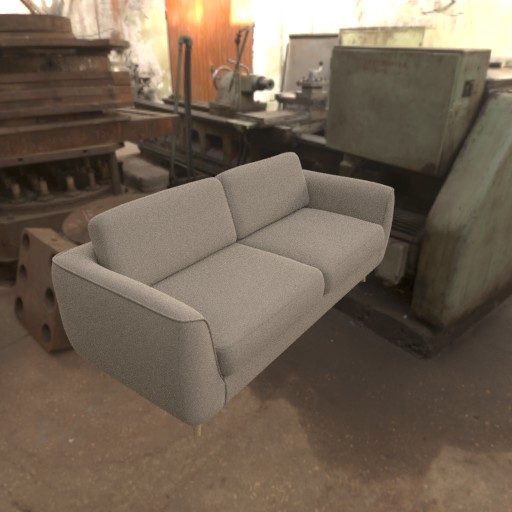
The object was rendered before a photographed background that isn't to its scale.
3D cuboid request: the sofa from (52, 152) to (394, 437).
[{"bbox_3d":[0.000,0.000,2.482,0.920,0.850,2.000,17,30,32],"label":"sofa"}]
